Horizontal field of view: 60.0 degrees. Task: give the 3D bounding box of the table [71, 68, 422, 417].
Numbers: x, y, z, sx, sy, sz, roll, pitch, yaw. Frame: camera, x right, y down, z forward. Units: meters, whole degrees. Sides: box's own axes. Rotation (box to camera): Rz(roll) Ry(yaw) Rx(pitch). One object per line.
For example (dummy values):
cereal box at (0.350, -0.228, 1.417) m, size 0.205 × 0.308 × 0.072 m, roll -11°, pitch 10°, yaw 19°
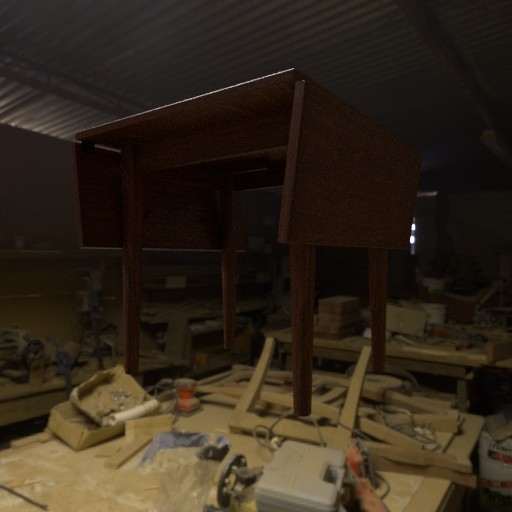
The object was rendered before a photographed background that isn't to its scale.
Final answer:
table at (0.000, 0.000, 1.458) m, size 0.843 × 0.763 × 0.812 m, roll 0°, pitch 0°, yaw 36°
